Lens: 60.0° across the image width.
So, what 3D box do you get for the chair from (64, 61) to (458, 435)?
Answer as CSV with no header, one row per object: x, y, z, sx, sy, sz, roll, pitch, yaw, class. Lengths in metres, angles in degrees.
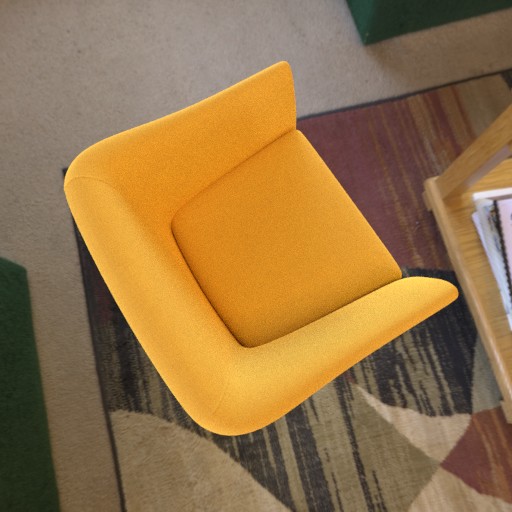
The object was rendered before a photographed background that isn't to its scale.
0.000,0.000,1.317,0.700,0.720,0.790,-32,78,-7,chair
